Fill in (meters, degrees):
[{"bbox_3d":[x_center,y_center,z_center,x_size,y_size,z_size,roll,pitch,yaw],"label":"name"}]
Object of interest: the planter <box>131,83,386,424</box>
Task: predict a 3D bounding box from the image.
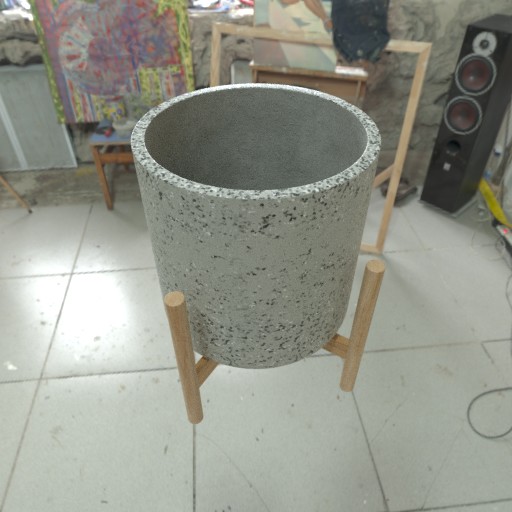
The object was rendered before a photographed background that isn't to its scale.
[{"bbox_3d":[0.000,0.000,0.687,0.360,0.419,0.360,-25,48,-26],"label":"planter"}]
